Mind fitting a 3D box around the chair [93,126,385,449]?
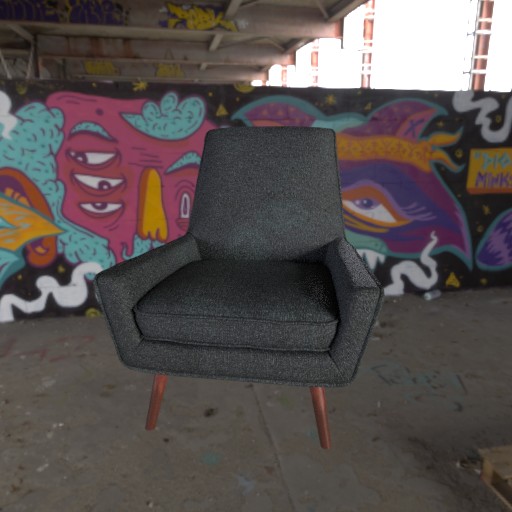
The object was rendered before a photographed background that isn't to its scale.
[{"bbox_3d":[0.000,0.000,1.522,0.763,0.883,0.859,2,14,9],"label":"chair"}]
